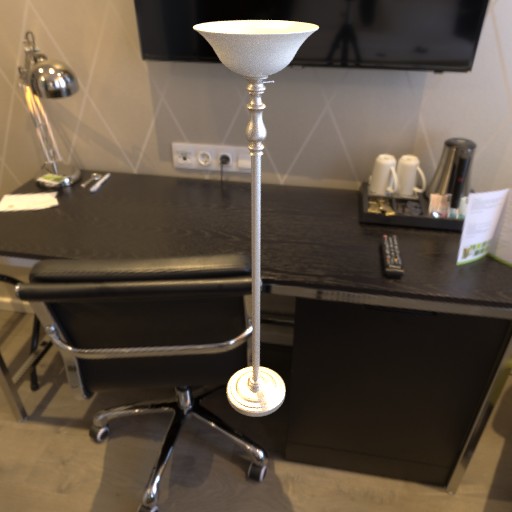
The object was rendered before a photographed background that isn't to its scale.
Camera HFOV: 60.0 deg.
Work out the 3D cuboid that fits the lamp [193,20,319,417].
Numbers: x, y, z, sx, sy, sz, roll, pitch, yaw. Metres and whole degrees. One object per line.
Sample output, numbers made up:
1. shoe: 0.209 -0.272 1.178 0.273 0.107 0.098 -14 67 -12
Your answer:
1. lamp: 0.000 0.000 1.916 0.405 1.771 0.405 -11 34 -17
